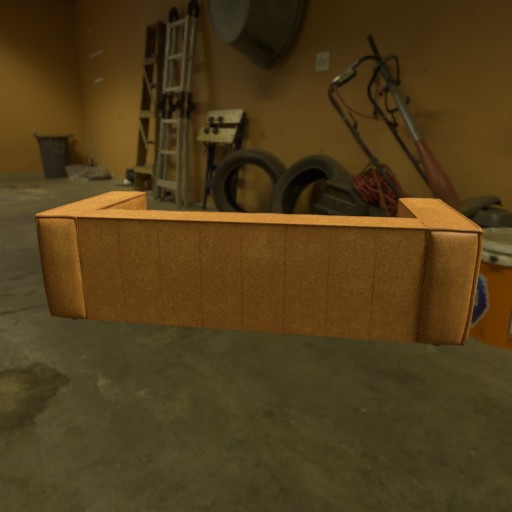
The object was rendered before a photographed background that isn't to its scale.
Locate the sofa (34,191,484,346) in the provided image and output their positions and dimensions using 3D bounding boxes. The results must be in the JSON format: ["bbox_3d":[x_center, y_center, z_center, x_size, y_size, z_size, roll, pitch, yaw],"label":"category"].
[{"bbox_3d":[0.000,0.000,3.027,2.581,0.701,1.102,3,16,9],"label":"sofa"}]
